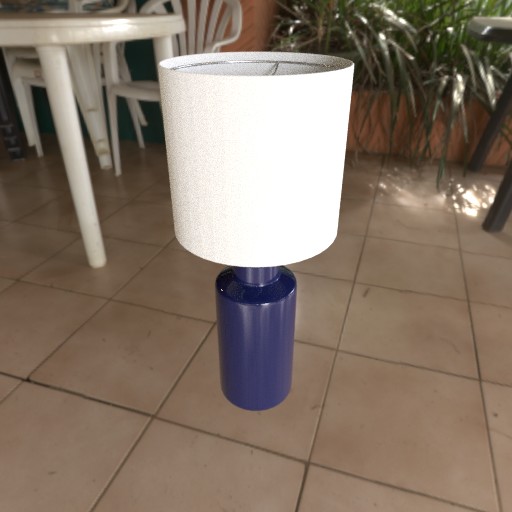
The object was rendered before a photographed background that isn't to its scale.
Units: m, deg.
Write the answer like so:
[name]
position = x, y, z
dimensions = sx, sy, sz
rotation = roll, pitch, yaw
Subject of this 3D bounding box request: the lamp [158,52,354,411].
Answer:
[lamp]
position = 0.000, 0.000, 0.610
dimensions = 0.212, 0.493, 0.212
rotation = 9, 31, 15
